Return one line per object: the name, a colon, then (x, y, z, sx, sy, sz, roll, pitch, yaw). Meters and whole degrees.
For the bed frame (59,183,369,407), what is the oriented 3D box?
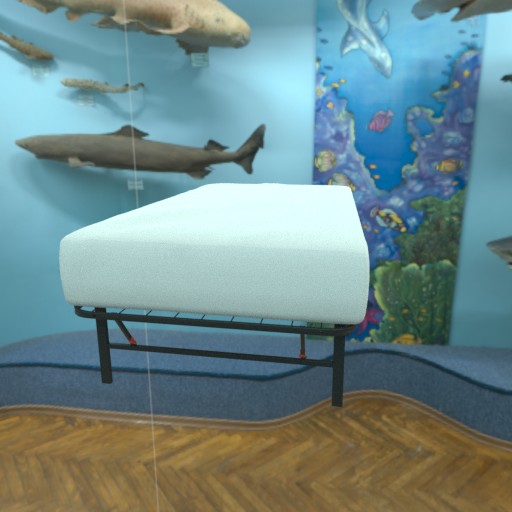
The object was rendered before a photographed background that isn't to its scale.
bed frame: (0.000, 0.000, 2.335, 1.025, 0.640, 1.908, 3, 15, 10)
